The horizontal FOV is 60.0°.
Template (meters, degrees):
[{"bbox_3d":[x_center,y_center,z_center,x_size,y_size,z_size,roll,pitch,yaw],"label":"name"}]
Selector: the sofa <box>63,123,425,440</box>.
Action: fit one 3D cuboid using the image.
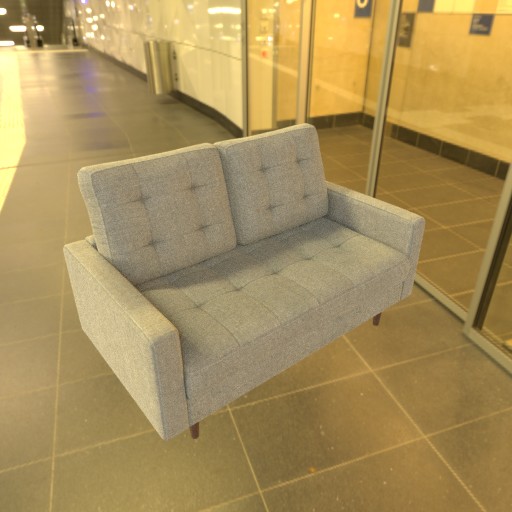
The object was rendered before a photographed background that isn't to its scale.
[{"bbox_3d":[0.000,0.000,1.972,1.407,0.907,0.842,-21,36,-33],"label":"sofa"}]
